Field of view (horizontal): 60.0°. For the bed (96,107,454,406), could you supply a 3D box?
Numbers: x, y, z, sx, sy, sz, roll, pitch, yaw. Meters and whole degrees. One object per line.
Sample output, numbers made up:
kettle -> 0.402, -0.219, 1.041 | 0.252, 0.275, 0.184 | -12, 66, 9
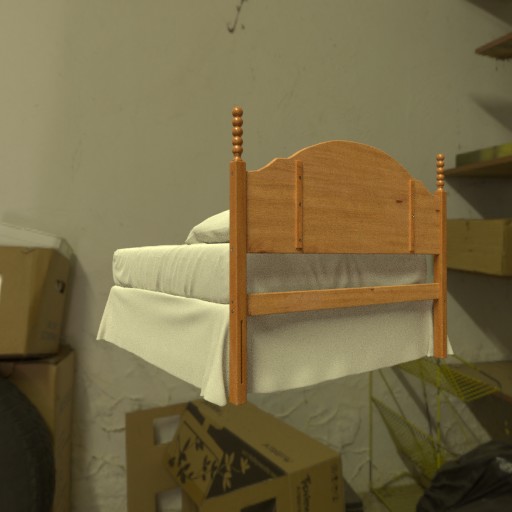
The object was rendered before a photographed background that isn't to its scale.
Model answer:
bed -> 0.000, 0.000, 3.285 | 1.873, 1.356, 2.040 | 0, 0, -35
